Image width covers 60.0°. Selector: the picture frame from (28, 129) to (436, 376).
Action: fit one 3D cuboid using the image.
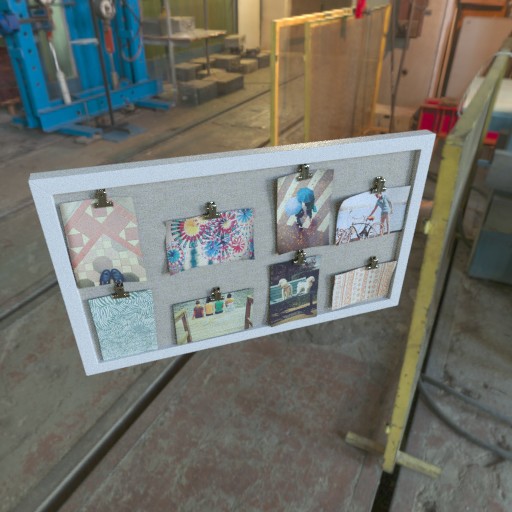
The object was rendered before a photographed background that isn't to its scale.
[{"bbox_3d":[0.000,0.000,0.785,0.647,0.379,0.044,-10,34,-15],"label":"picture frame"}]
